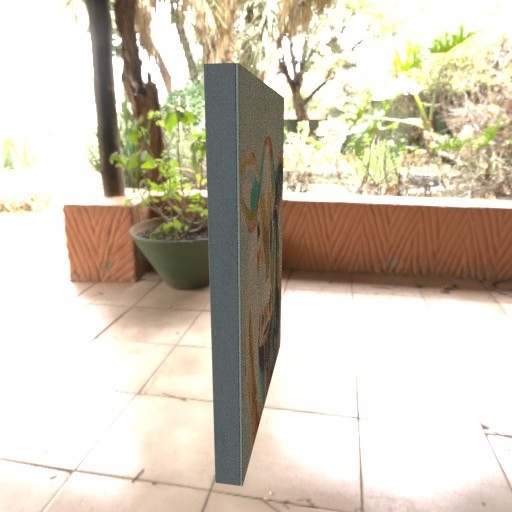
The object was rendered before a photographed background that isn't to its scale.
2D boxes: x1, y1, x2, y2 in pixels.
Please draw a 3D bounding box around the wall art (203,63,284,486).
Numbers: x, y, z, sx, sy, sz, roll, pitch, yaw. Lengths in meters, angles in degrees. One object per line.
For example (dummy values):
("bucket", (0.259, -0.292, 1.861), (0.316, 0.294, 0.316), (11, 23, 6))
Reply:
("wall art", (0.000, 0.000, 0.705), (0.037, 0.509, 0.409), (3, 15, 10))
